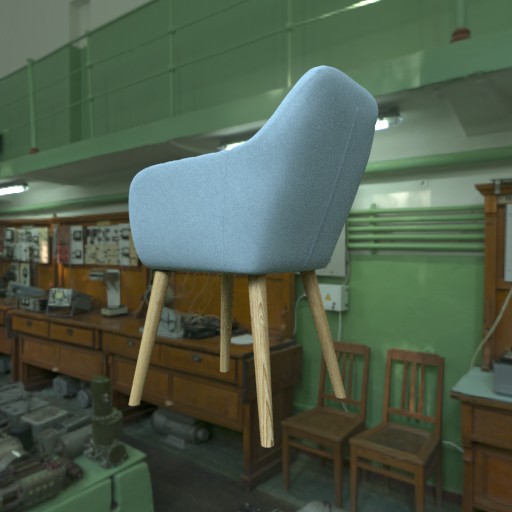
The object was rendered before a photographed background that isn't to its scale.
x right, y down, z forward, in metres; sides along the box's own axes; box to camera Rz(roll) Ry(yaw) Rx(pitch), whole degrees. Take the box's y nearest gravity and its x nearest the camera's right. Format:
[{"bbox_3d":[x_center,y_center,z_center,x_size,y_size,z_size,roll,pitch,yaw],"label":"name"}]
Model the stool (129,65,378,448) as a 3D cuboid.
[{"bbox_3d":[0.000,0.000,1.217,0.590,0.830,0.503,1,2,35],"label":"stool"}]
